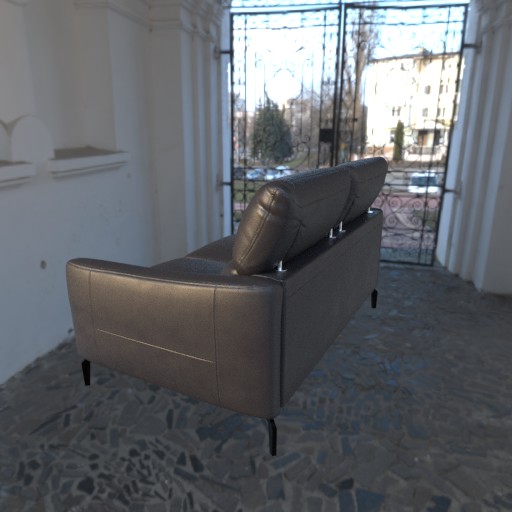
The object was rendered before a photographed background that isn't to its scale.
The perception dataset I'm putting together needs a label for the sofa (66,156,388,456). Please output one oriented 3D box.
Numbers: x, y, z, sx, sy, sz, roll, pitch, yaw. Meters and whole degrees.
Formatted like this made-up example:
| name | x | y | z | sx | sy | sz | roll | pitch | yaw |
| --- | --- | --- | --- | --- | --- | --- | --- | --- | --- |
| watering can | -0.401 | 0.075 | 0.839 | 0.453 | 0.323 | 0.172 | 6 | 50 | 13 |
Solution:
| name | x | y | z | sx | sy | sz | roll | pitch | yaw |
| --- | --- | --- | --- | --- | --- | --- | --- | --- | --- |
| sofa | 0.000 | 0.000 | 2.199 | 0.958 | 0.920 | 1.596 | 8 | 18 | 26 |
